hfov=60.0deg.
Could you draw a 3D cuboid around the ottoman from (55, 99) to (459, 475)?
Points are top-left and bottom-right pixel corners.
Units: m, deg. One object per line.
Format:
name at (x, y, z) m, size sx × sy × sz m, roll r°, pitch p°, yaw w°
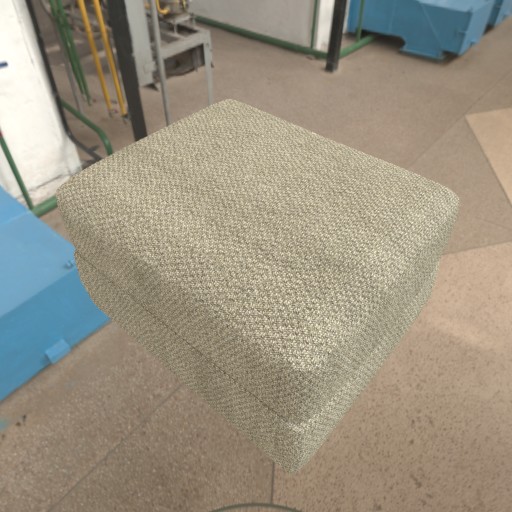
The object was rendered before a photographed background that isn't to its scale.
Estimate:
ottoman at (0.000, 0.000, 1.101) m, size 0.751 × 0.476 × 0.603 m, roll 31°, pitch 53°, yaw 28°
